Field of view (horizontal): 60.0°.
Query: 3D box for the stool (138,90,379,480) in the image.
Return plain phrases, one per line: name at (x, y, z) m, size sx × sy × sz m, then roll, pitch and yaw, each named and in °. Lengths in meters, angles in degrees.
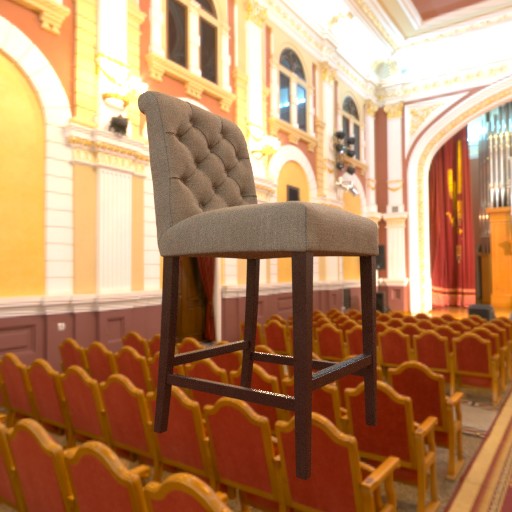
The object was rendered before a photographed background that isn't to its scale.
stool at (0.000, 0.000, 1.434) m, size 0.660 × 1.084 × 0.486 m, roll -1°, pitch -2°, yaw 36°
